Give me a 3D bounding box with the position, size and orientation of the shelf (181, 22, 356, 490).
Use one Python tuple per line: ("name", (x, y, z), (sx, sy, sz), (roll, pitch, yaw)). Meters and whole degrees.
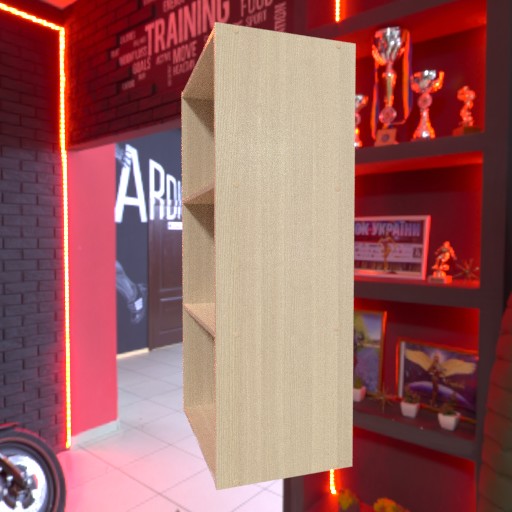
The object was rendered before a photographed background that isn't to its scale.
("shelf", (0.000, 0.000, 1.071), (0.292, 0.876, 0.417), (-1, 2, -18))
